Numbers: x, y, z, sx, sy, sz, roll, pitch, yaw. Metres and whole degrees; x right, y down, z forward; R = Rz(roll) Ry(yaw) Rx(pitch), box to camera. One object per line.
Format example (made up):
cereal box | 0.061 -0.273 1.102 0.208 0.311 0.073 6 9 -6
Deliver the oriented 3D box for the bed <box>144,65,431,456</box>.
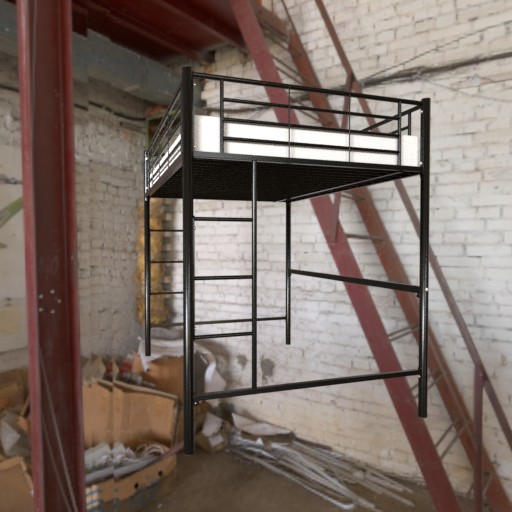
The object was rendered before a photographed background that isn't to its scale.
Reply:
bed | 0.000 0.000 3.205 1.397 1.803 1.994 -1 2 -19
